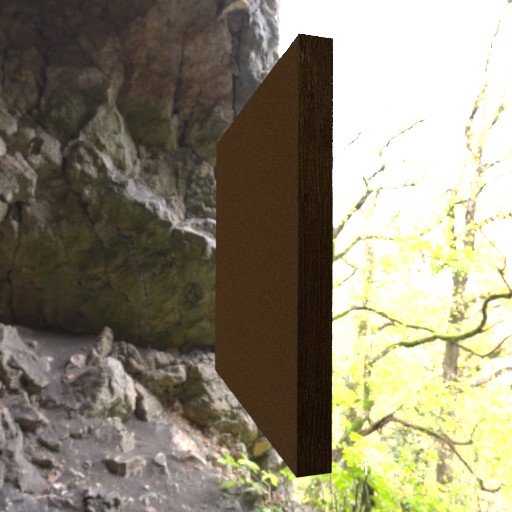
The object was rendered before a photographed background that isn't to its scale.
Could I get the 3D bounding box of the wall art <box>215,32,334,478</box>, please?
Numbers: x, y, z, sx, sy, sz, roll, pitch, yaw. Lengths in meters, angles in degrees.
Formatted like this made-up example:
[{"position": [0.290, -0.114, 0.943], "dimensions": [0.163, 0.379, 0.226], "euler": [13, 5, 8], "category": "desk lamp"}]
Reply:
[{"position": [0.000, 0.000, 0.600], "dimensions": [0.039, 0.403, 0.406], "euler": [0, -1, -16], "category": "wall art"}]
